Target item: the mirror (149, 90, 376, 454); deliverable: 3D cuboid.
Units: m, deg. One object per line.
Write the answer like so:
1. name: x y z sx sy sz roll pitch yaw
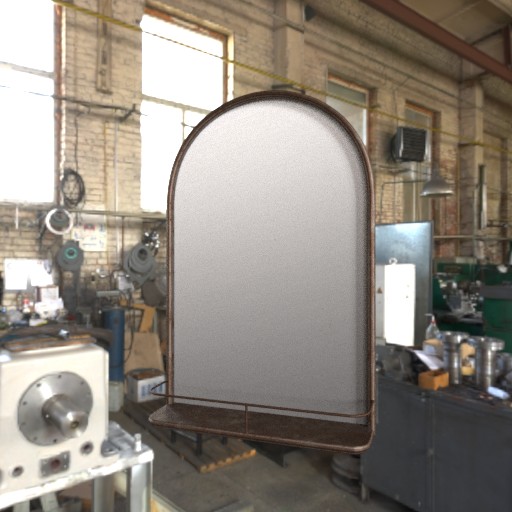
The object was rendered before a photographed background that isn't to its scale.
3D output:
1. mirror: 0.000 0.000 0.988 0.510 0.770 0.137 0 0 19
